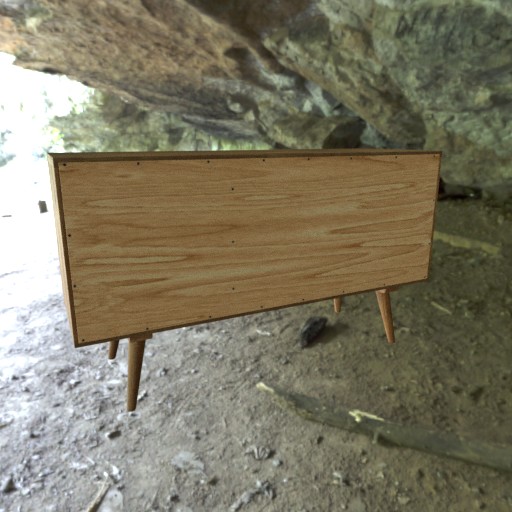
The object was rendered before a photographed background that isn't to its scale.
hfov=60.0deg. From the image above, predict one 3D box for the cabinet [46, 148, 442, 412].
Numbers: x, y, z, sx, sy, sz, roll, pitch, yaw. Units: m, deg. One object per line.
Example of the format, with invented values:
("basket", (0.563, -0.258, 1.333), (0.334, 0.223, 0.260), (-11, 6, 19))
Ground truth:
("cabinet", (0.000, 0.000, 1.745), (1.400, 0.800, 0.472), (-7, 17, -25))
